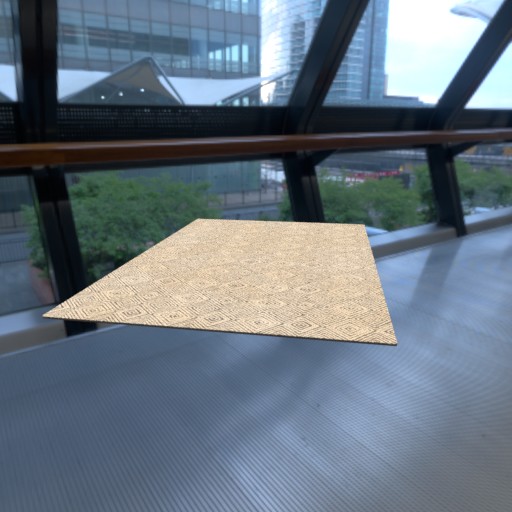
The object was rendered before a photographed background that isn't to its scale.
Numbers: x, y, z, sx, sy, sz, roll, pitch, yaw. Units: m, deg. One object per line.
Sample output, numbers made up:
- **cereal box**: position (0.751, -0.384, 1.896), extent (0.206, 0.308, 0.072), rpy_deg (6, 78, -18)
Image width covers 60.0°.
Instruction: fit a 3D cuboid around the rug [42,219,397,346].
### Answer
- **rug**: position (0.000, 0.000, 2.264), extent (1.175, 0.008, 1.783), rpy_deg (3, 16, 10)
